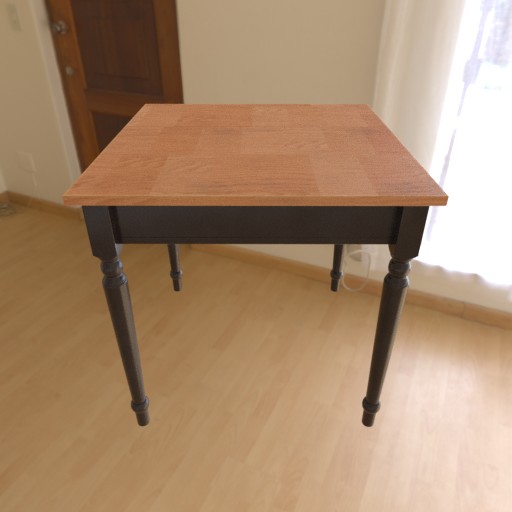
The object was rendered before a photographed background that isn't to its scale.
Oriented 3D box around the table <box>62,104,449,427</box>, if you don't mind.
[{"bbox_3d":[0.000,0.000,1.366,0.747,0.738,0.747,0,32,0],"label":"table"}]
